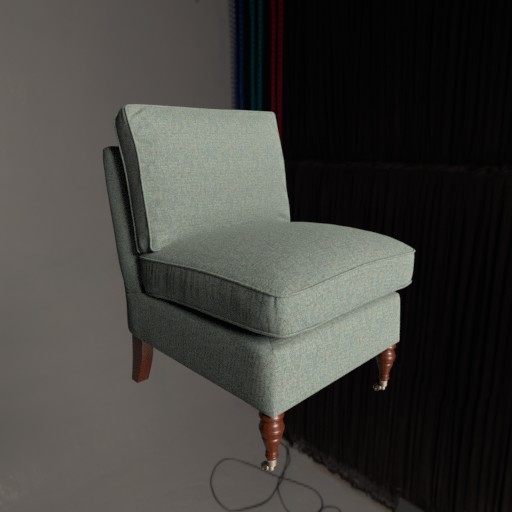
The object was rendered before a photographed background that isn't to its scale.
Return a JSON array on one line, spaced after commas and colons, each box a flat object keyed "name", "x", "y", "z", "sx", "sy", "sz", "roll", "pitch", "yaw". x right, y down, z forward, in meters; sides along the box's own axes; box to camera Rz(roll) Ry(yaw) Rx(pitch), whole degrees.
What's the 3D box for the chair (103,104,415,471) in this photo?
[{"name": "chair", "x": 0.000, "y": 0.000, "z": 1.390, "sx": 0.624, "sy": 0.901, "sz": 0.796, "roll": -14, "pitch": 20, "yaw": -42}]
